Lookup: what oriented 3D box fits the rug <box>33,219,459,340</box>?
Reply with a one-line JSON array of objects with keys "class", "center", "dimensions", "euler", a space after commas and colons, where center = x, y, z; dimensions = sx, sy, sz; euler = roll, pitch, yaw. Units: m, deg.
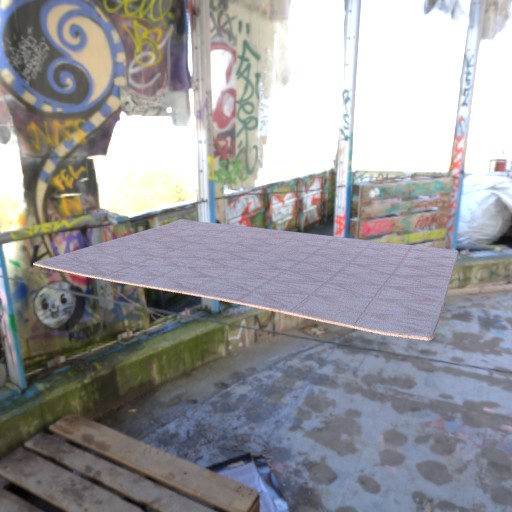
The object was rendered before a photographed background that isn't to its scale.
[{"class": "rug", "center": [0.000, 0.000, 2.273], "dimensions": [1.837, 0.025, 1.230], "euler": [8, 18, 26]}]
